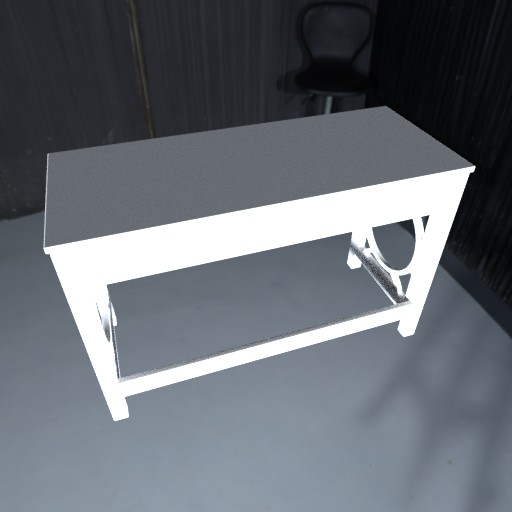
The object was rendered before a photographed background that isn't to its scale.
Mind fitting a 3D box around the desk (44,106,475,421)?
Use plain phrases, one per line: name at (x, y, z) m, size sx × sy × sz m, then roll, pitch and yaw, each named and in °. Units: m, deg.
desk at (0.000, 0.000, 1.580) m, size 1.191 × 0.762 × 0.504 m, roll -12°, pitch 41°, yaw -14°
